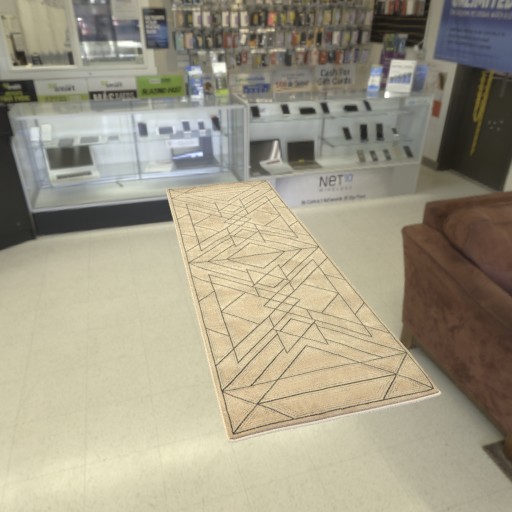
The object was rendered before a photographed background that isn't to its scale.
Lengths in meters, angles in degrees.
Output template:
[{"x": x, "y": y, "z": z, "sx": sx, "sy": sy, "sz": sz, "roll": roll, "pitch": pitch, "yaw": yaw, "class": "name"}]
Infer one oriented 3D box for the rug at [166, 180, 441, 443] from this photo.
[{"x": 0.000, "y": 0.000, "z": 2.581, "sx": 0.831, "sy": 0.036, "sz": 2.381, "roll": -8, "pitch": 31, "yaw": -13, "class": "rug"}]
